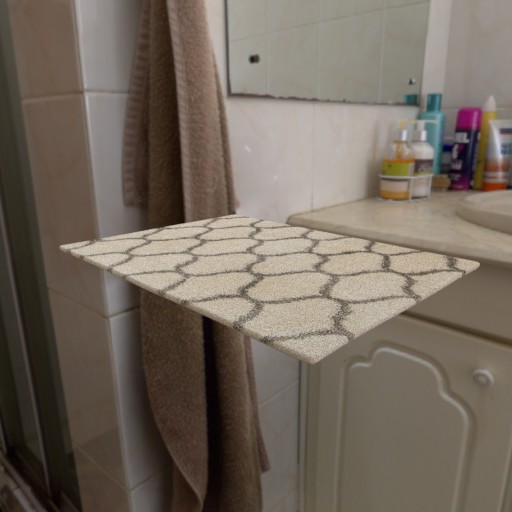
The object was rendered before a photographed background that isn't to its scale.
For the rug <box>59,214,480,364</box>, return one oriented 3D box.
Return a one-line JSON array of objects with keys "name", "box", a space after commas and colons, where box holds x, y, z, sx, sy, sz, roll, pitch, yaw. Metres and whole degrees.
[{"name": "rug", "box": [0.000, 0.000, 2.082, 1.600, 0.025, 1.200, 15, 22, 43]}]
